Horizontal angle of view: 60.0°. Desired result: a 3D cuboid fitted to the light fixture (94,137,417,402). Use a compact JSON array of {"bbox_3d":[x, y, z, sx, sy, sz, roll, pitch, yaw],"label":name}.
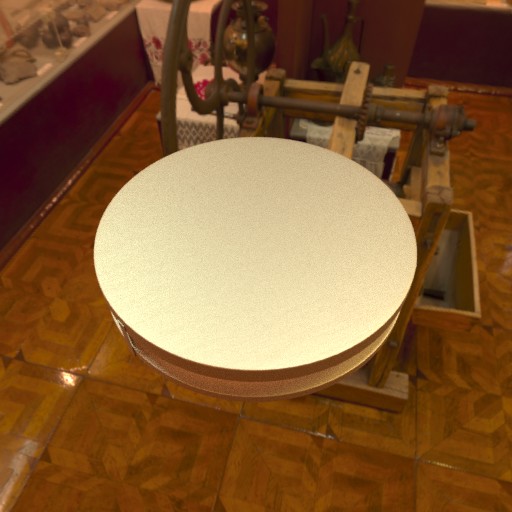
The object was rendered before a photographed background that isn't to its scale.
[{"bbox_3d":[0.000,0.000,0.536,0.356,0.102,0.356,0,48,0],"label":"light fixture"}]
